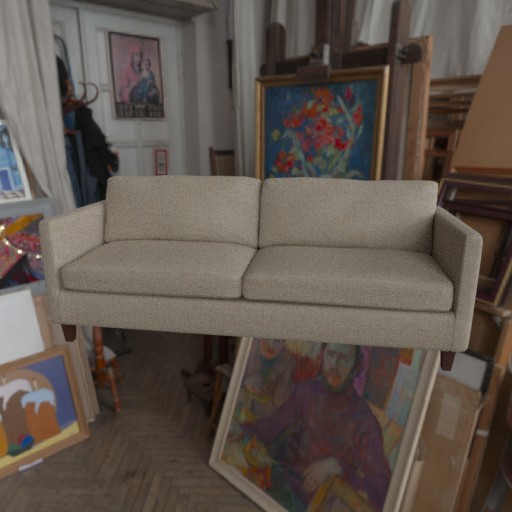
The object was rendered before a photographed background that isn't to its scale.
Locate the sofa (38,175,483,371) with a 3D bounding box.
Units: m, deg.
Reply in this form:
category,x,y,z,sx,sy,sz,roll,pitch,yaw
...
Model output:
category,x,y,z,sx,sy,sz,roll,pitch,yaw
sofa,0.000,0.000,2.852,2.434,0.965,0.951,2,16,9
